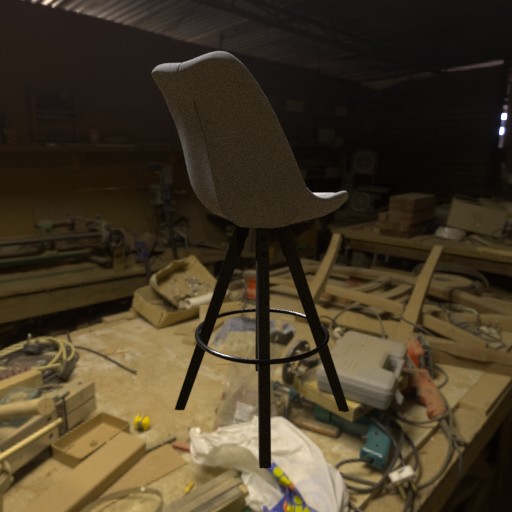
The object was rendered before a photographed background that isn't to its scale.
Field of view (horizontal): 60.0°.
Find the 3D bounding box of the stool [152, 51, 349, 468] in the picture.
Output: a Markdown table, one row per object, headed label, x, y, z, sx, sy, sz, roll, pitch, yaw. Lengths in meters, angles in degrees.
| label | x | y | z | sx | sy | sz | roll | pitch | yaw |
| --- | --- | --- | --- | --- | --- | --- | --- | --- | --- |
| stool | 0.000 | 0.000 | 1.421 | 0.485 | 1.115 | 0.550 | 13 | 18 | 43 |
